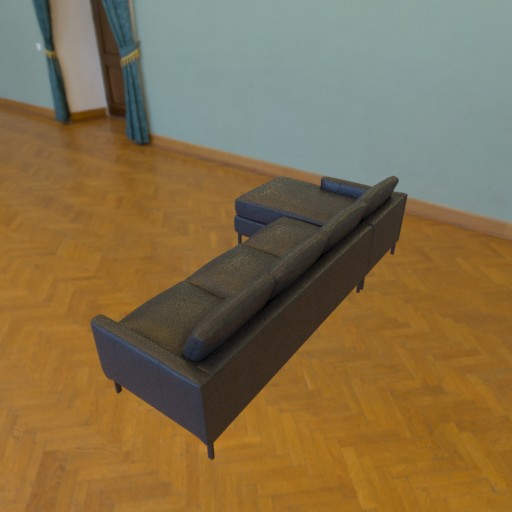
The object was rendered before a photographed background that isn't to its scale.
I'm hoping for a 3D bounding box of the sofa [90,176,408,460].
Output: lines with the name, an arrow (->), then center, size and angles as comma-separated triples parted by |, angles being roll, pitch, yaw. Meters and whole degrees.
sofa -> 0.000, 0.000, 3.683 | 1.471, 0.859, 2.993 | 20, 36, 30
